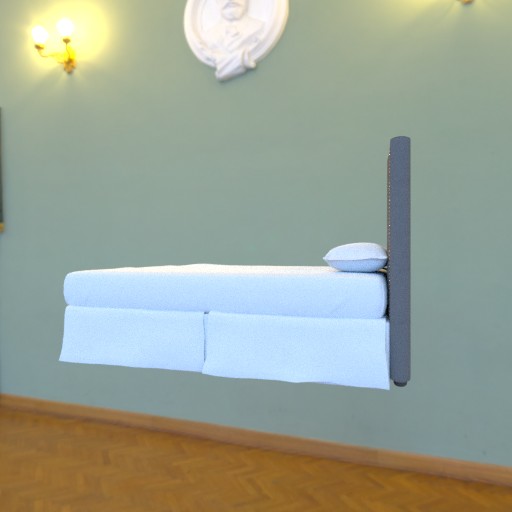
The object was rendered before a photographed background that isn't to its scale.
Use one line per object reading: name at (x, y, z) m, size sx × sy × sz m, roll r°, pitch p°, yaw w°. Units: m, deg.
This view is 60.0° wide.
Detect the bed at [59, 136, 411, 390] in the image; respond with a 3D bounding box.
bed at (0.000, 0.000, 3.493) m, size 2.282 × 1.436 × 1.821 m, roll 0°, pitch 0°, yaw 19°
